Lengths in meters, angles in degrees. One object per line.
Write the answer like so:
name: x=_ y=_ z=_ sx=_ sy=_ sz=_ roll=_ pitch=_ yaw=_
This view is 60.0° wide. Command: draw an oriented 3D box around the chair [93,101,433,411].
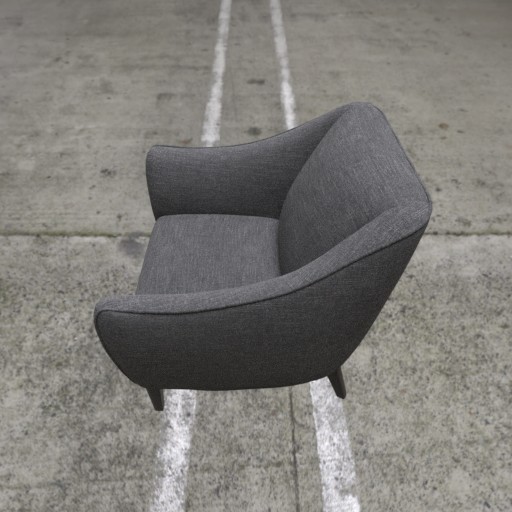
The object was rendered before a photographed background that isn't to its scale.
chair: x=0.000 y=0.000 z=1.523 sx=0.851 sy=0.829 sz=0.870 roll=-1 pitch=41 yaw=-1
